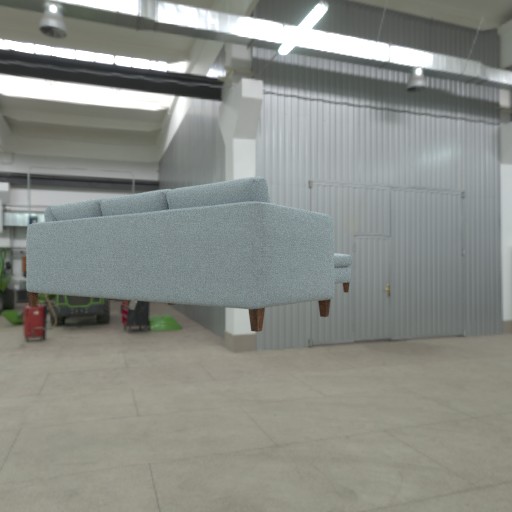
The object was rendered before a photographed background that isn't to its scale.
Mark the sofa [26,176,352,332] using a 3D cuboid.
[{"bbox_3d":[0.000,0.000,4.478,2.551,0.889,3.403,-1,-1,36],"label":"sofa"}]
